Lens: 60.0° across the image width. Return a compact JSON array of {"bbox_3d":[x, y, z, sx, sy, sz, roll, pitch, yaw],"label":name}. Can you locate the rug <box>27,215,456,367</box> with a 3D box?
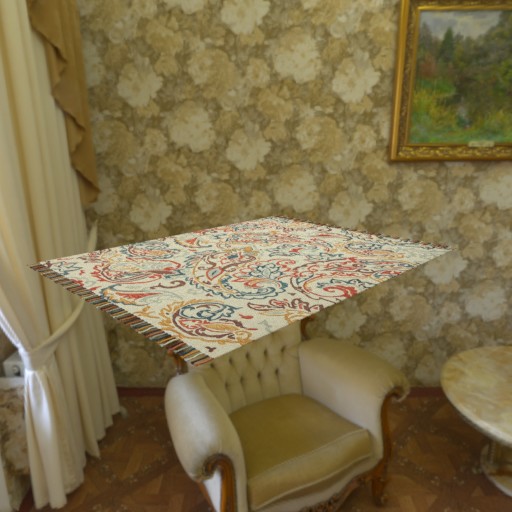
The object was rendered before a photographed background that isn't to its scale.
[{"bbox_3d":[0.000,0.000,4.171,3.274,0.015,2.439,-15,22,-43],"label":"rug"}]
